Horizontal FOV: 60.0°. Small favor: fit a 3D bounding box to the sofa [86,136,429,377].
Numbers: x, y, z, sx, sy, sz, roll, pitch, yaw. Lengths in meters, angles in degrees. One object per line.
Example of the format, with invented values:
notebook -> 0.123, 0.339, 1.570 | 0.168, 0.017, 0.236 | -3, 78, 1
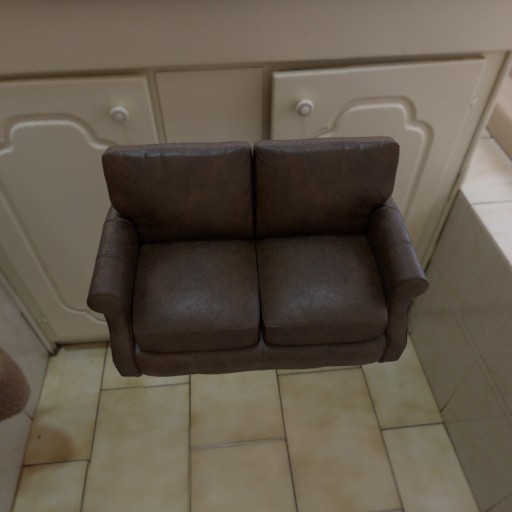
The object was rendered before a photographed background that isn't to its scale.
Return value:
sofa -> 0.000, 0.000, 2.355 | 1.616, 0.976, 0.990 | -3, 47, -3
